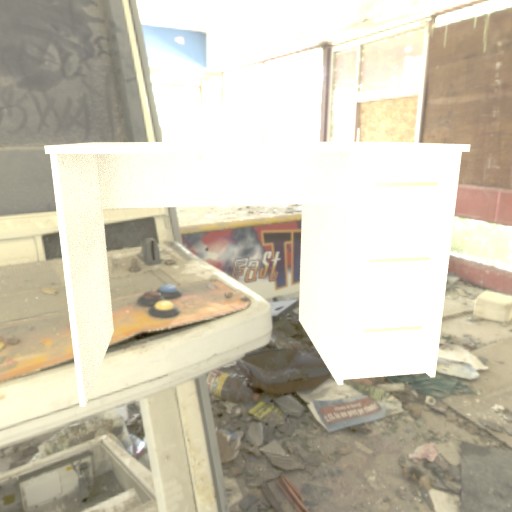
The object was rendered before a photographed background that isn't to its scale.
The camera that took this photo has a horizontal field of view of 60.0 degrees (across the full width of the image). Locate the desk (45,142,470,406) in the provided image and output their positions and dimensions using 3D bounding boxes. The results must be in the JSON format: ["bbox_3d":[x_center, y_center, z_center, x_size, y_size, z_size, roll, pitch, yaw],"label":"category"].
[{"bbox_3d":[0.000,0.000,1.491,1.097,0.735,0.560,-2,15,-8],"label":"desk"}]
